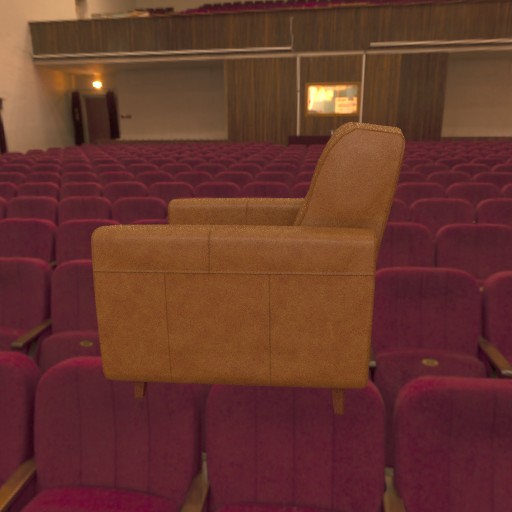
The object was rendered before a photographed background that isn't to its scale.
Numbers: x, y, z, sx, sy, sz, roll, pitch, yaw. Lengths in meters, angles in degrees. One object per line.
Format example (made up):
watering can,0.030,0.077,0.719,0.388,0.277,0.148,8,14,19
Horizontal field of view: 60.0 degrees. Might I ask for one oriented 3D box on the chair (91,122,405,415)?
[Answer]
chair,0.000,0.000,1.694,0.942,0.968,0.845,2,14,8
